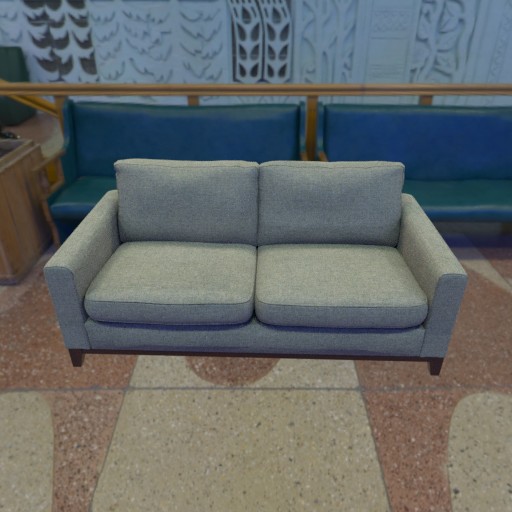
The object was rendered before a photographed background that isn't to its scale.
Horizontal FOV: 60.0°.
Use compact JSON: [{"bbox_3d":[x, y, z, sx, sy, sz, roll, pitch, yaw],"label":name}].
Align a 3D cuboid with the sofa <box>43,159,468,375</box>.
[{"bbox_3d":[0.000,0.000,2.490,1.978,0.892,0.969,1,30,2],"label":"sofa"}]
